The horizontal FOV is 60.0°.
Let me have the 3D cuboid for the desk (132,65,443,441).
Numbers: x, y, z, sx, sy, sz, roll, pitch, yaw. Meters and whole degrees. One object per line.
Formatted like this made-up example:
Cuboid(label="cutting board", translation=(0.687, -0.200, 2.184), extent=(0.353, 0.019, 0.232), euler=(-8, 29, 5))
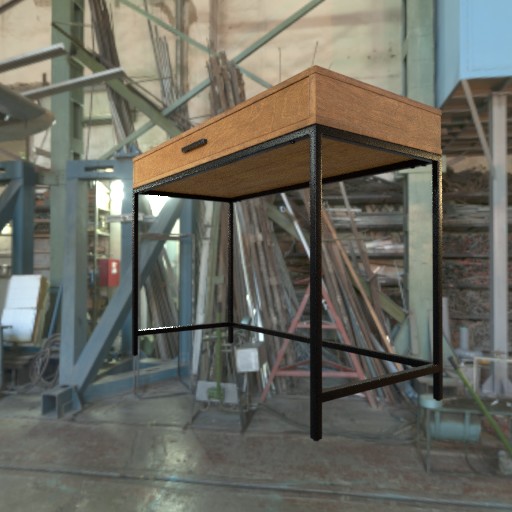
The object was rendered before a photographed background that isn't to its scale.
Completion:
Cuboid(label="desk", translation=(0.000, 0.000, 1.434), extent=(0.470, 0.762, 1.016), euler=(0, -1, -36))
